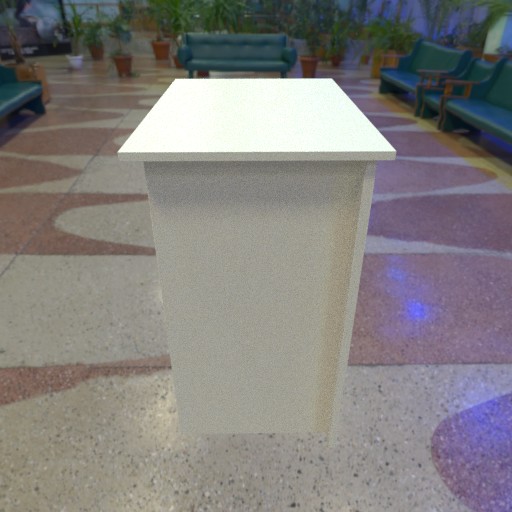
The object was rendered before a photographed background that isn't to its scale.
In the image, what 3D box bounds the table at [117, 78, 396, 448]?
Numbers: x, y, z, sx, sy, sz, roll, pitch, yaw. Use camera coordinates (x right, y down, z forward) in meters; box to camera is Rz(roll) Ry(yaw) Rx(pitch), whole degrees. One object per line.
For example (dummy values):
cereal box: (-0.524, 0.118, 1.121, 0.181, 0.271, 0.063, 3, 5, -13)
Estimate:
table: (0.000, 0.000, 1.076, 0.406, 0.711, 0.589, 0, 31, -1)
